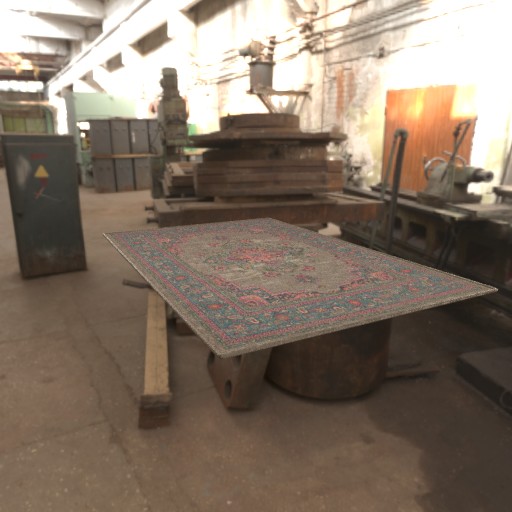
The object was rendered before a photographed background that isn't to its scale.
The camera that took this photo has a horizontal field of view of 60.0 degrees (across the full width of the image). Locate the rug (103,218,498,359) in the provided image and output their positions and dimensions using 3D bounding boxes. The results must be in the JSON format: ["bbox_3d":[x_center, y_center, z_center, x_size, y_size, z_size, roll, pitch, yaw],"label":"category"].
[{"bbox_3d":[0.000,0.000,2.151,1.144,0.014,1.748,-8,17,-27],"label":"rug"}]
